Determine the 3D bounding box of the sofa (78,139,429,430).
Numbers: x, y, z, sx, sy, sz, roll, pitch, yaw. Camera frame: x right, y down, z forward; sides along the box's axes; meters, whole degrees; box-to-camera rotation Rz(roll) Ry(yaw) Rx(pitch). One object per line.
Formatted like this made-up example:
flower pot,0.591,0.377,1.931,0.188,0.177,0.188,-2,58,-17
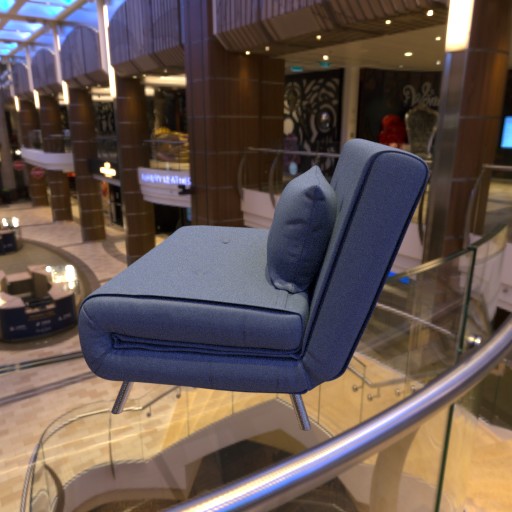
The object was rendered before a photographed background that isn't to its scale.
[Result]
sofa,0.000,0.000,1.718,0.996,0.860,0.999,2,16,7
